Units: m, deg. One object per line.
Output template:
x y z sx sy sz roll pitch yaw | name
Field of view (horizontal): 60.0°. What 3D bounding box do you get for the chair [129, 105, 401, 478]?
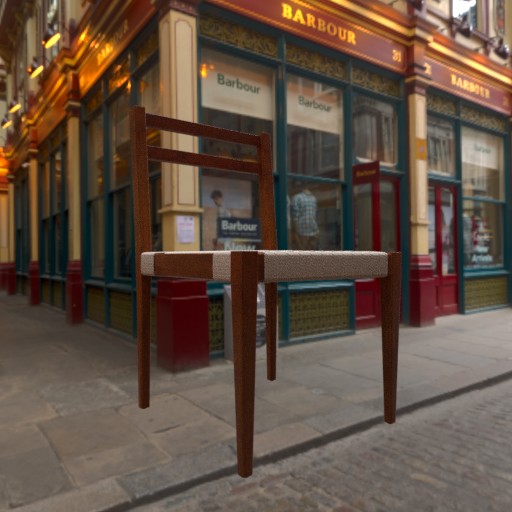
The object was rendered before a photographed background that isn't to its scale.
0.000 0.000 1.200 0.495 0.851 0.569 0 0 -37 | chair
